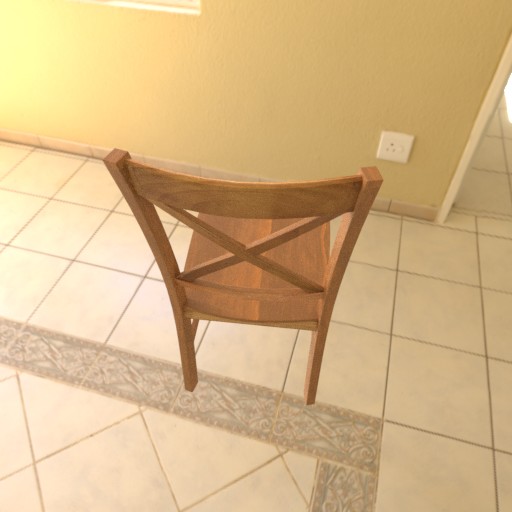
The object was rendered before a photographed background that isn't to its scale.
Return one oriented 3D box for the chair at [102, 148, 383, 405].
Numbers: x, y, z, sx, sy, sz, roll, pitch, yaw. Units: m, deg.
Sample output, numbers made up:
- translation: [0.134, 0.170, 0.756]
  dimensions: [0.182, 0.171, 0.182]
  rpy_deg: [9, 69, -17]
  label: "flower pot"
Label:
- translation: [0.000, 0.000, 1.285]
  dimensions: [0.485, 0.983, 0.542]
  rpy_deg: [5, 48, 4]
  label: "chair"
